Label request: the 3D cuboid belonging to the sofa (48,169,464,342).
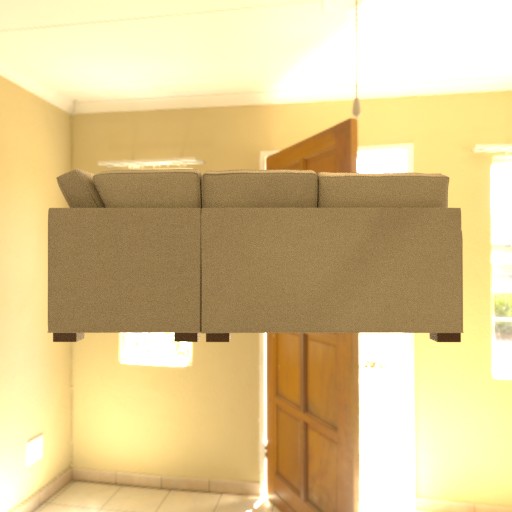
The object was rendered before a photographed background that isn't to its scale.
[{"bbox_3d":[0.000,0.000,3.403,2.182,0.939,2.189,0,-1,0],"label":"sofa"}]
